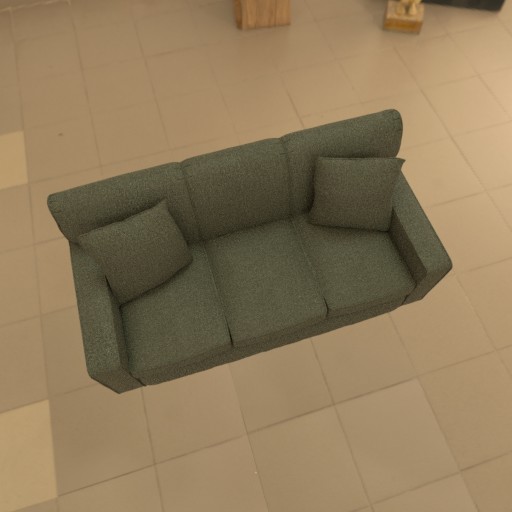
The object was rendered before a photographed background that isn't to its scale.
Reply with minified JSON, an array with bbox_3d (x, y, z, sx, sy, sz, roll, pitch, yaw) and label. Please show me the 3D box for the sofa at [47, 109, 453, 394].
[{"bbox_3d":[0.000,0.000,2.633,2.024,0.958,0.997,-16,65,-8],"label":"sofa"}]
